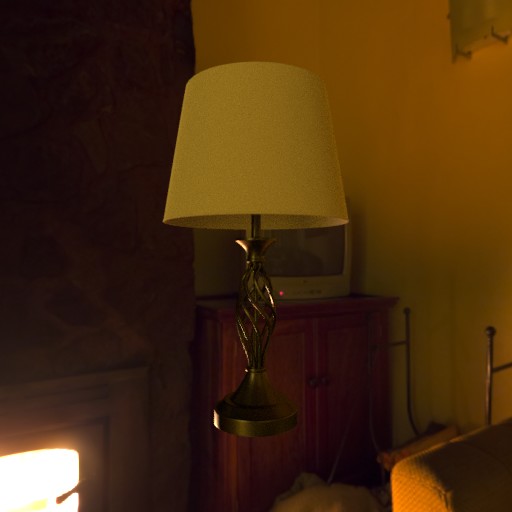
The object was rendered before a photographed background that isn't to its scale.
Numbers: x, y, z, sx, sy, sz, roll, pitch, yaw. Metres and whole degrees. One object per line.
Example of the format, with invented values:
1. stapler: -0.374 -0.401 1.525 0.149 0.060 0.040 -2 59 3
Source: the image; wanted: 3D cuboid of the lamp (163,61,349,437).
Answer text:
1. lamp: 0.000 0.000 0.803 0.331 0.594 0.331 0 0 0
